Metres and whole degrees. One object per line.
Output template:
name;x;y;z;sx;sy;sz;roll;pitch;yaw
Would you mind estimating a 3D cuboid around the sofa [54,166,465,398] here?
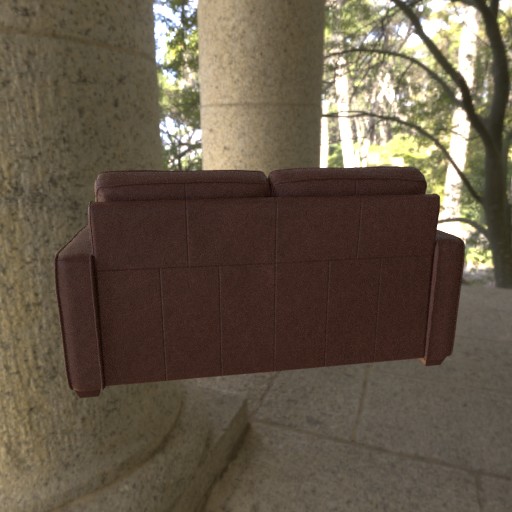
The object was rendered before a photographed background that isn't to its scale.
sofa;0.000;0.000;2.245;1.709;0.918;0.947;-3;15;-9
